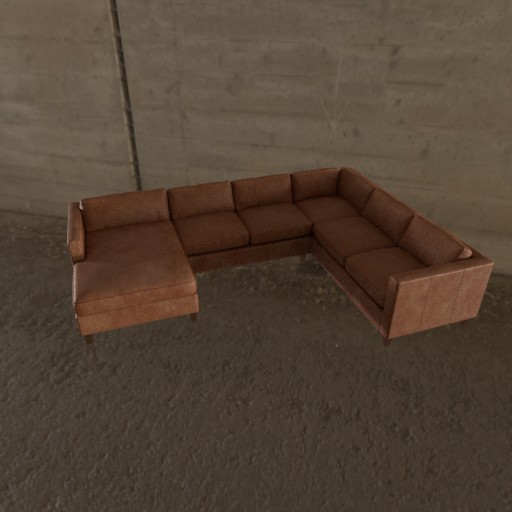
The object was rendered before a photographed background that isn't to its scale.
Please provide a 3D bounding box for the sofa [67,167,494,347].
[{"bbox_3d":[0.000,0.000,4.371,3.401,0.832,2.430,-10,33,-16],"label":"sofa"}]
